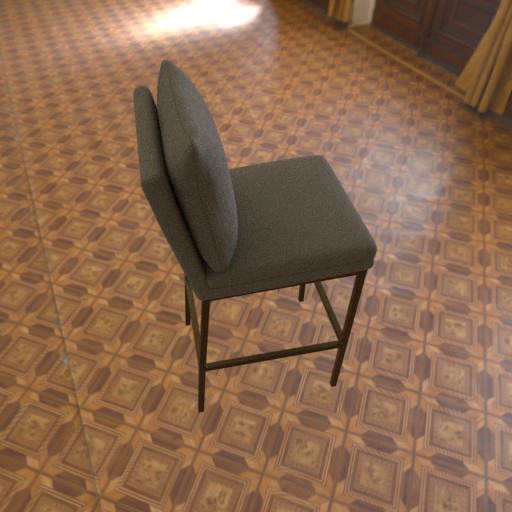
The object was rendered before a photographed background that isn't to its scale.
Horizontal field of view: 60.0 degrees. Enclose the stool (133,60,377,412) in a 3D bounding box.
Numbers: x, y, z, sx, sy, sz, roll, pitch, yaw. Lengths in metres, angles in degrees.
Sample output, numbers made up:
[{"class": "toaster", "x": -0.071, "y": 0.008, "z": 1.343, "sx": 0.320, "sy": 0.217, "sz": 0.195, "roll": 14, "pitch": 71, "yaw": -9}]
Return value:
[{"class": "stool", "x": 0.000, "y": 0.000, "z": 1.418, "sx": 0.569, "sy": 1.132, "sz": 0.463, "roll": -9, "pitch": 47, "yaw": -9}]
